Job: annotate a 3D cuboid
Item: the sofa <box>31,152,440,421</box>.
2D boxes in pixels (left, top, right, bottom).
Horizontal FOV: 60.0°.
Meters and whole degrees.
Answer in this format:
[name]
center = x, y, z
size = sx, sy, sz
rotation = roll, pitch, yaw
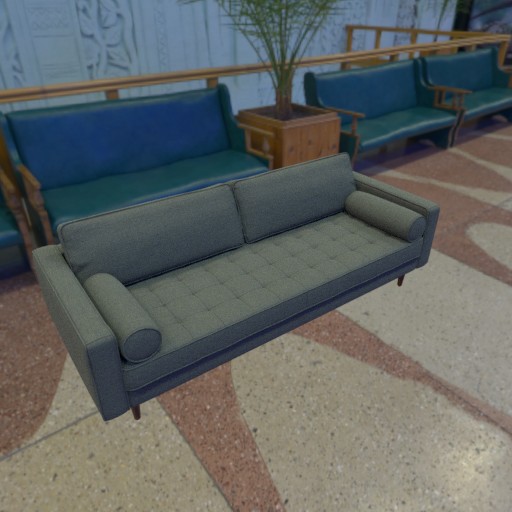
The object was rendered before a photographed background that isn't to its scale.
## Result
[sofa]
center = 0.000, 0.000, 2.583
size = 2.198, 0.762, 0.914
rotation = -20, 36, -30
